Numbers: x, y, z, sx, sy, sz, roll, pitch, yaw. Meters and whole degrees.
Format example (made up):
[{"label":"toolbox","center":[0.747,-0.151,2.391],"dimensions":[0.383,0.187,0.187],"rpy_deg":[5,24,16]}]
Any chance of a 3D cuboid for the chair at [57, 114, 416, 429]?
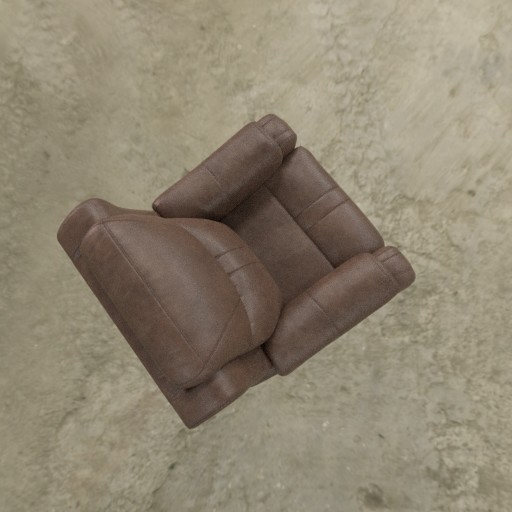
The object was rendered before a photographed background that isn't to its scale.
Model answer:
[{"label":"chair","center":[0.000,0.000,1.782],"dimensions":[1.067,0.990,0.940],"rpy_deg":[-37,78,-9]}]
